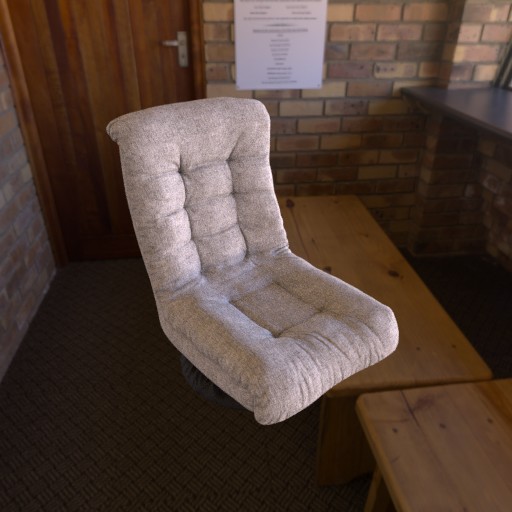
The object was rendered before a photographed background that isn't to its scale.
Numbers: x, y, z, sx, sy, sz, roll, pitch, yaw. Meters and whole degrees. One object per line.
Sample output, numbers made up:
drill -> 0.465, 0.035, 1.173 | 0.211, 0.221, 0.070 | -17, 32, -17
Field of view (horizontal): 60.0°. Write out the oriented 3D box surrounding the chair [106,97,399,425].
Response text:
chair -> 0.000, 0.000, 0.997 | 0.400, 0.600, 0.583 | -21, 36, -33
